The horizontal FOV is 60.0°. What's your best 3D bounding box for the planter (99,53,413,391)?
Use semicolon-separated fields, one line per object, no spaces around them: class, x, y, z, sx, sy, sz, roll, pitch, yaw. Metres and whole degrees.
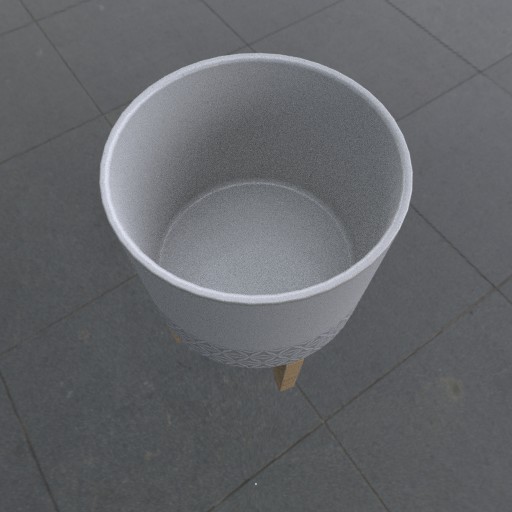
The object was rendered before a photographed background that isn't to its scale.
planter;0.000;0.000;0.507;0.249;0.343;0.249;0;63;0
